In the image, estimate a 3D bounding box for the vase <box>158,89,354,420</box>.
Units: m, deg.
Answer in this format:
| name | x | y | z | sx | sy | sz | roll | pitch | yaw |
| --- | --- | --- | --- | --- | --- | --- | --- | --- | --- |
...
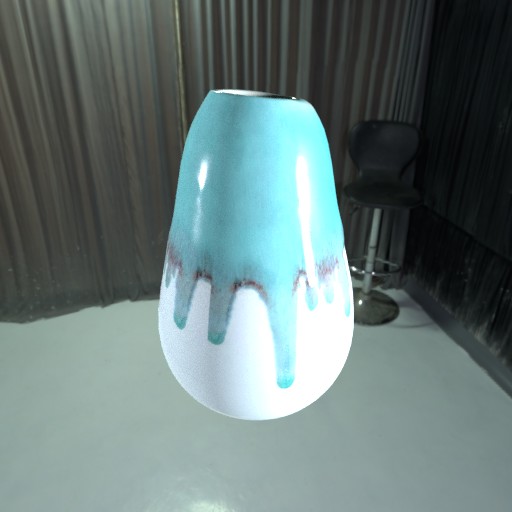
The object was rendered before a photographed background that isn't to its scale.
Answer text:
| name | x | y | z | sx | sy | sz | roll | pitch | yaw |
| --- | --- | --- | --- | --- | --- | --- | --- | --- | --- |
| vase | 0.000 | 0.000 | 0.251 | 0.116 | 0.179 | 0.116 | 0 | 28 | 0 |
